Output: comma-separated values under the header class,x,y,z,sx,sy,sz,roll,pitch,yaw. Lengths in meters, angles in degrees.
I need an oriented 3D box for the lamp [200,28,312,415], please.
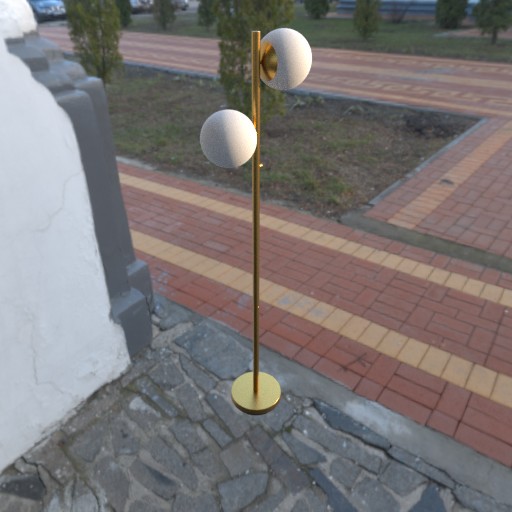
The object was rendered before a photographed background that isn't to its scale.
class,x,y,z,sx,sy,sz,roll,pitch,yaw
lamp,0.000,0.000,1.802,0.419,1.641,0.249,-21,37,-31
